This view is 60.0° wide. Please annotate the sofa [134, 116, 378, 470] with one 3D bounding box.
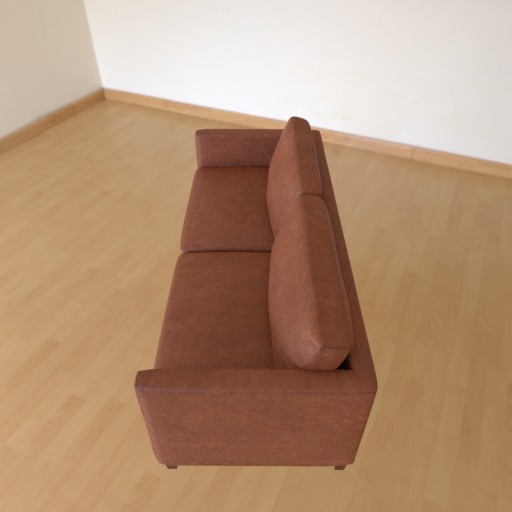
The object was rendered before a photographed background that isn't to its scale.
[{"bbox_3d":[0.000,0.000,2.651,0.950,0.932,2.204,0,41,0],"label":"sofa"}]
